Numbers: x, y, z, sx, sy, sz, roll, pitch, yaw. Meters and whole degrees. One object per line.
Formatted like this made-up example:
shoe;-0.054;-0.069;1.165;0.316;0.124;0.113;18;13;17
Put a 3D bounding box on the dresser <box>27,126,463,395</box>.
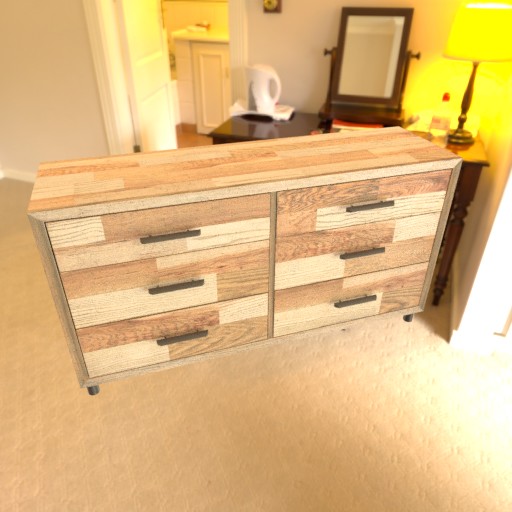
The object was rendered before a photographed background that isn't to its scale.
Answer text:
dresser;0.000;0.000;1.888;1.547;0.834;0.487;-10;34;-15
